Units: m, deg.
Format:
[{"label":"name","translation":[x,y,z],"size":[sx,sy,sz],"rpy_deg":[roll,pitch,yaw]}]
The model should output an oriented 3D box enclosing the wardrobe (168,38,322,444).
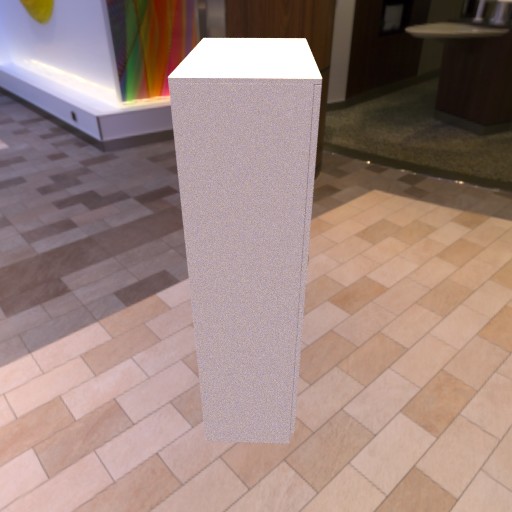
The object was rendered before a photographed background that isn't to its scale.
[{"label":"wardrobe","translation":[0.000,0.000,2.025],"size":[0.470,1.700,0.760],"rpy_deg":[1,34,2]}]
